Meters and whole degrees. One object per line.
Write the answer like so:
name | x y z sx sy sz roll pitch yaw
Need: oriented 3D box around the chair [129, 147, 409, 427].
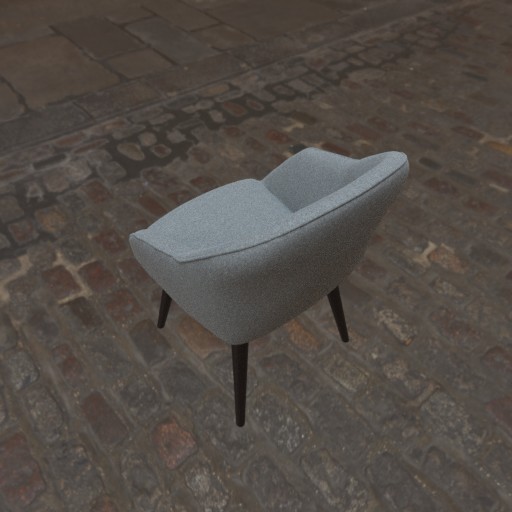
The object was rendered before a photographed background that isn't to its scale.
chair | 0.000 0.000 1.249 0.589 0.810 0.611 -31 53 -26
